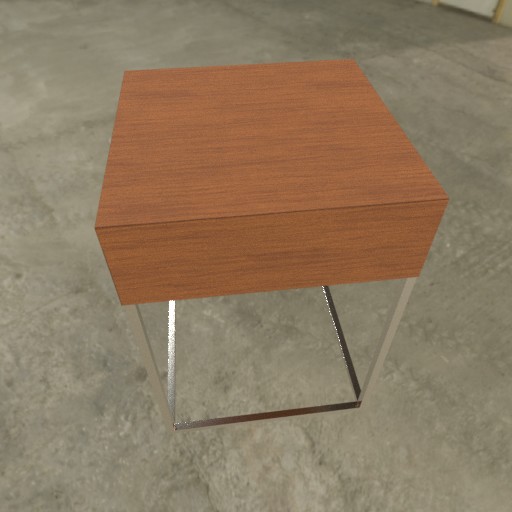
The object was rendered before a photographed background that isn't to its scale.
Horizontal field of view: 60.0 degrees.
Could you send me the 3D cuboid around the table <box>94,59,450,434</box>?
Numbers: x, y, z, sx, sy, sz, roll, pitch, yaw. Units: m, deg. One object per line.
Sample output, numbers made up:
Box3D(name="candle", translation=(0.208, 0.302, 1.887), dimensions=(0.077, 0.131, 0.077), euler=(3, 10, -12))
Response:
Box3D(name="table", translation=(0.000, 0.000, 0.820), dimensions=(0.397, 0.540, 0.398), euler=(-5, 46, -5))
